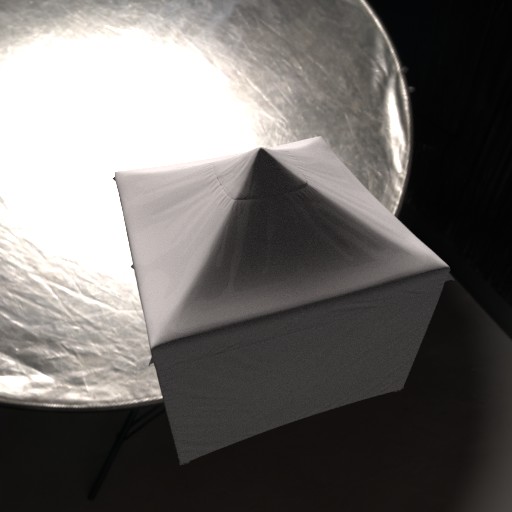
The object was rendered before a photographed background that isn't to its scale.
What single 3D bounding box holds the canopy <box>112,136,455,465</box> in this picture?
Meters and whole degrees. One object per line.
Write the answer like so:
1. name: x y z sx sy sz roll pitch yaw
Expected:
1. canopy: 0.000 0.000 5.444 3.043 2.997 3.121 -13 44 -14
